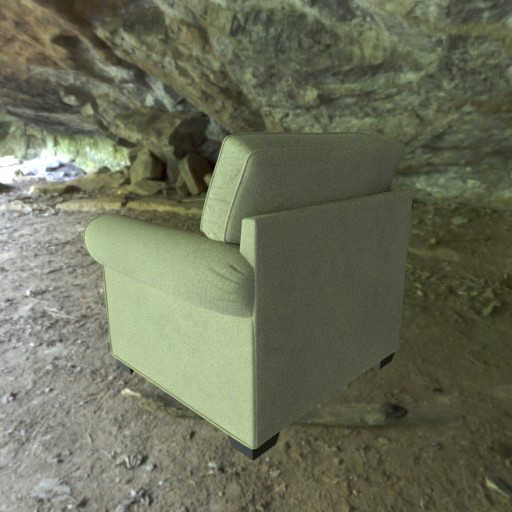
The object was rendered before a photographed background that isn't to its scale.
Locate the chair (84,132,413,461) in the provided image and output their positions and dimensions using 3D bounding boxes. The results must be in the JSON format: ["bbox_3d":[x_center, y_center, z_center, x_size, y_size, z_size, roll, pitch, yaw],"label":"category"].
[{"bbox_3d":[0.000,0.000,1.935,0.939,1.044,1.147,15,21,42],"label":"chair"}]
